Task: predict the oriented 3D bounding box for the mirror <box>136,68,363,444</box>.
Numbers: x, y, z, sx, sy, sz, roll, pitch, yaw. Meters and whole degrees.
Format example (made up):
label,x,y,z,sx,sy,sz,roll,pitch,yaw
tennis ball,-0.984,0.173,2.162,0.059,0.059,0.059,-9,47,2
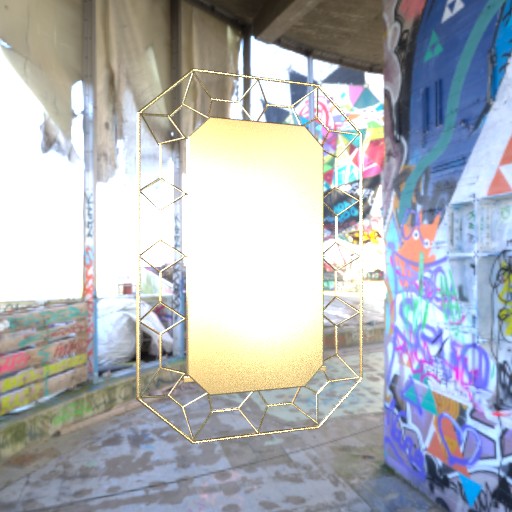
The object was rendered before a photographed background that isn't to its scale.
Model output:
label,x,y,z,sx,sy,sz,roll,pitch,yaw
mirror,0.000,0.000,1.093,0.572,0.870,0.051,0,0,-17
